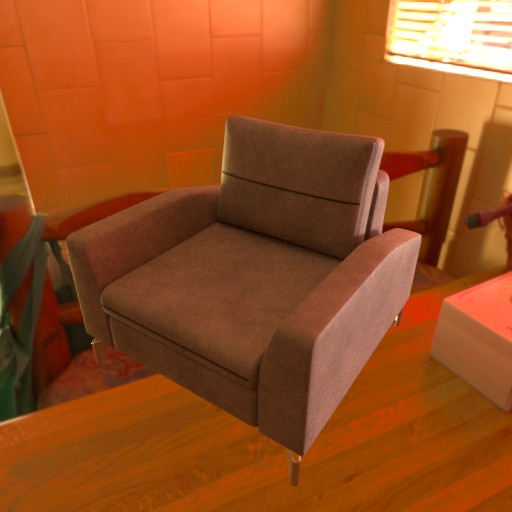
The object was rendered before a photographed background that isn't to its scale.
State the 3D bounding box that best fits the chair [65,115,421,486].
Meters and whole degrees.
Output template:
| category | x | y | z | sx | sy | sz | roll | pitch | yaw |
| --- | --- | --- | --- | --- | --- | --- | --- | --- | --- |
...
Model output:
| category | x | y | z | sx | sy | sz | roll | pitch | yaw |
| --- | --- | --- | --- | --- | --- | --- | --- | --- | --- |
| chair | 0.000 | 0.000 | 1.553 | 0.900 | 0.800 | 0.900 | 19 | 35 | 29 |
